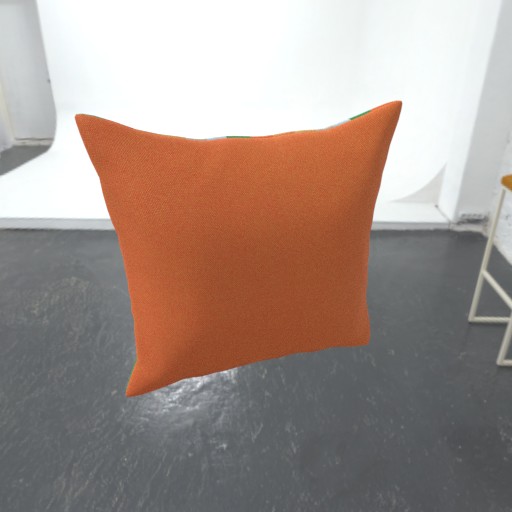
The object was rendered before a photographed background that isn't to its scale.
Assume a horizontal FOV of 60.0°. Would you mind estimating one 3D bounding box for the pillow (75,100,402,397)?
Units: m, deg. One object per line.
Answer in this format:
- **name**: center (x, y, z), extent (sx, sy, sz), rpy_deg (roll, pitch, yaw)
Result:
- **pillow**: center (0.000, 0.000, 0.686), extent (0.453, 0.444, 0.169), rpy_deg (-8, 27, -16)
